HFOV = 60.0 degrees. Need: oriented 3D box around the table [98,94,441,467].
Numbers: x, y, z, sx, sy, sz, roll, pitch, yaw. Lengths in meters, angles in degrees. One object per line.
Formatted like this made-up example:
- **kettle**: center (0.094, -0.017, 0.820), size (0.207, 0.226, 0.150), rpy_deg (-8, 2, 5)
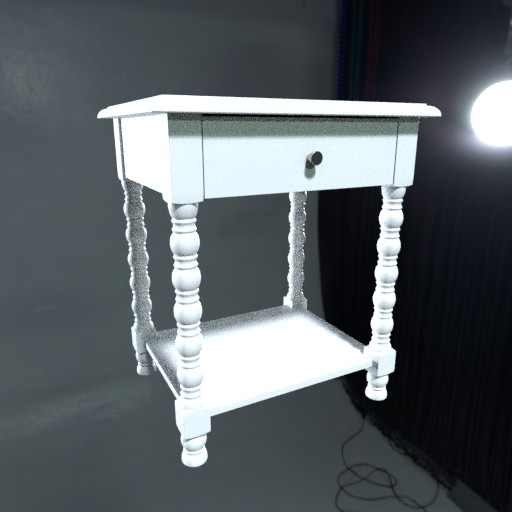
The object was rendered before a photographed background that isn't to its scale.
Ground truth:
- **table**: center (0.000, 0.000, 0.825), size (0.460, 0.531, 0.381), rpy_deg (-8, 18, -26)
